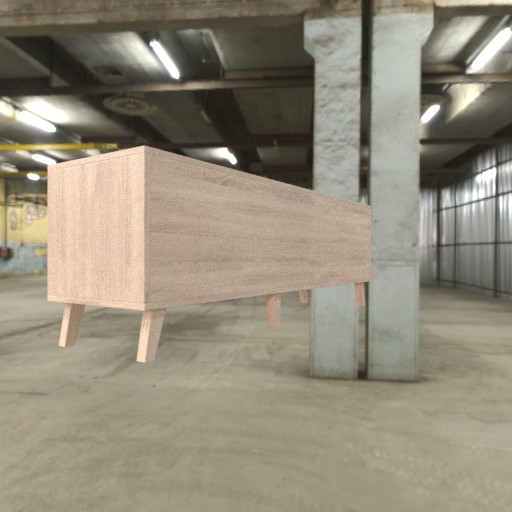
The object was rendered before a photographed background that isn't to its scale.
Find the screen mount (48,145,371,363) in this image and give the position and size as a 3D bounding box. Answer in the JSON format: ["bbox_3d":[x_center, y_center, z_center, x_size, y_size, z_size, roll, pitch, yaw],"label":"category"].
[{"bbox_3d":[0.000,0.000,1.756,0.400,0.510,1.500,0,0,34],"label":"screen mount"}]
